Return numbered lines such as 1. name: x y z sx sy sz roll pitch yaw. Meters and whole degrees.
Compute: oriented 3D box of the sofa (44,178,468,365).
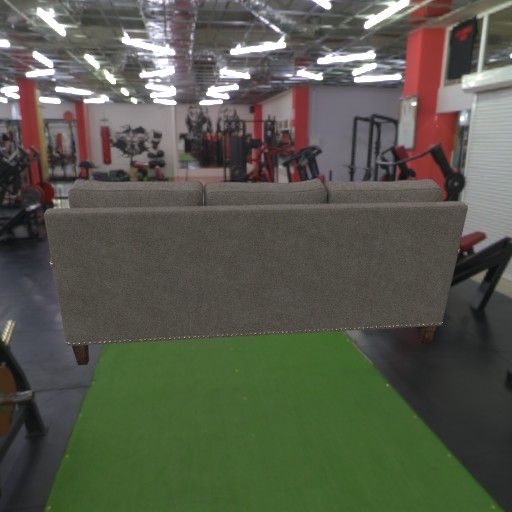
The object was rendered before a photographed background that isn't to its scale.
1. sofa: 0.000 0.000 2.851 2.226 1.042 1.034 -2 14 -7
